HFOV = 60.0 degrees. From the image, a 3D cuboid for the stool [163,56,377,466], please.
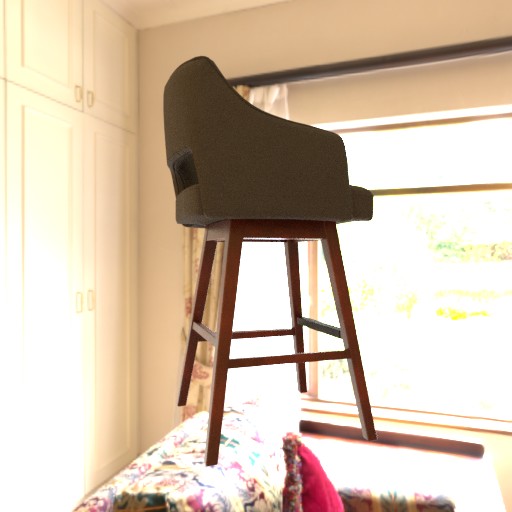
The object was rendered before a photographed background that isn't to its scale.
[{"bbox_3d":[0.000,0.000,1.354,0.558,1.012,0.548,0,0,-19],"label":"stool"}]
